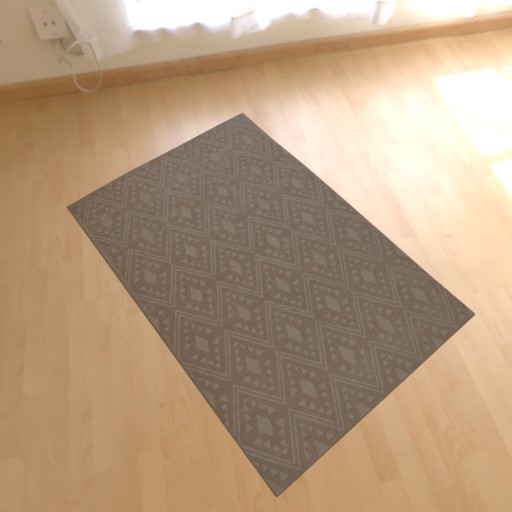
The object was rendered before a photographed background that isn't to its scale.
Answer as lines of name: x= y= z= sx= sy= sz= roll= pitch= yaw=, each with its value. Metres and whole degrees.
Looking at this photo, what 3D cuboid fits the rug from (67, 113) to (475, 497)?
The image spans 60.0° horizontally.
rug: x=0.000 y=0.000 z=2.300 sx=1.252 sy=0.034 sz=1.829 roll=-34 pitch=64 yaw=-19
